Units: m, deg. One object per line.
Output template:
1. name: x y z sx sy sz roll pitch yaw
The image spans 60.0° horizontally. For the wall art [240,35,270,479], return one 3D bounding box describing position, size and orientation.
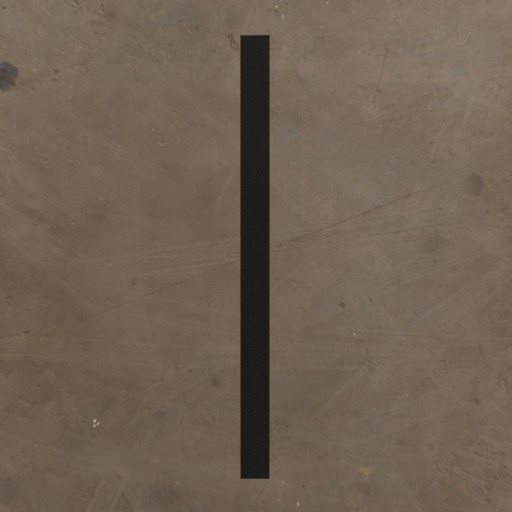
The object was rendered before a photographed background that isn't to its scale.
1. wall art: 0.000 0.000 0.690 0.030 0.458 0.462 0 90 0
